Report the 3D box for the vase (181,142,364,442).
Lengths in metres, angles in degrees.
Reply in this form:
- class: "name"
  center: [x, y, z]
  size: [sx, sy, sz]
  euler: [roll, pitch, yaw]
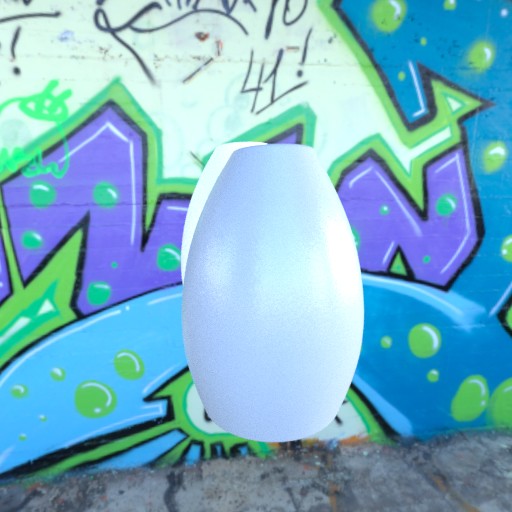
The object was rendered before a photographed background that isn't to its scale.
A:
- class: "vase"
  center: [0.000, 0.000, 0.264]
  size: [0.089, 0.131, 0.187]
  euler: [-2, 15, -9]
